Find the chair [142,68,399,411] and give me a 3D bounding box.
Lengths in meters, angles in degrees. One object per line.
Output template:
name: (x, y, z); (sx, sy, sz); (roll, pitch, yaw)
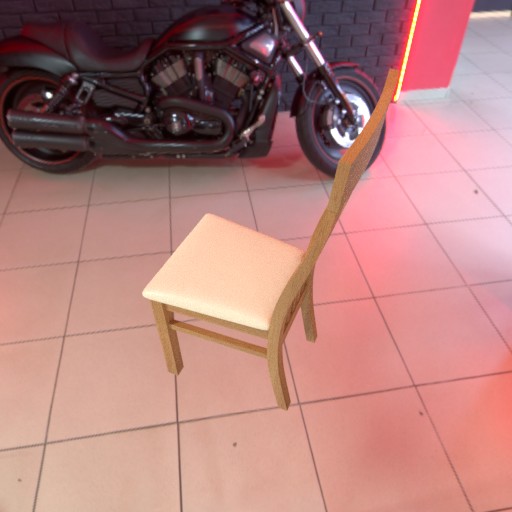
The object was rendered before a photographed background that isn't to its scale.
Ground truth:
chair: (0.000, 0.000, 1.354); (0.580, 1.050, 0.450); (17, 46, 17)
